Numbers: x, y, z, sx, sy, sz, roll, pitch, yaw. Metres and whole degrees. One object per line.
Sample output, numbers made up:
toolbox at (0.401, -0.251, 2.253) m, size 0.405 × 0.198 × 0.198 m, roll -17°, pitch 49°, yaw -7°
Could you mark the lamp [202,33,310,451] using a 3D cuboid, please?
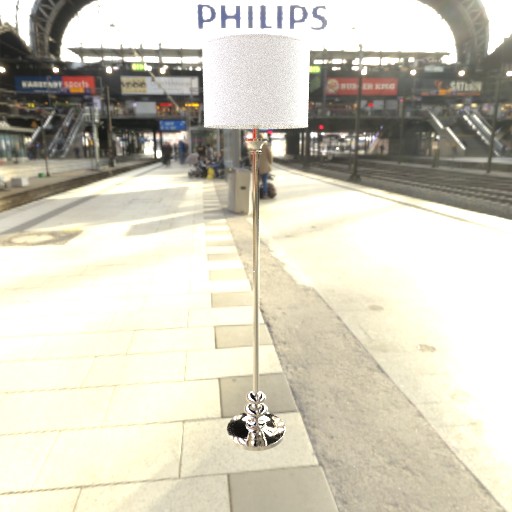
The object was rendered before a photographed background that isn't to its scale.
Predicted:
lamp at (0.000, 0.000, 1.644) m, size 0.356 × 1.487 × 0.356 m, roll -2°, pitch 14°, yaw -9°
